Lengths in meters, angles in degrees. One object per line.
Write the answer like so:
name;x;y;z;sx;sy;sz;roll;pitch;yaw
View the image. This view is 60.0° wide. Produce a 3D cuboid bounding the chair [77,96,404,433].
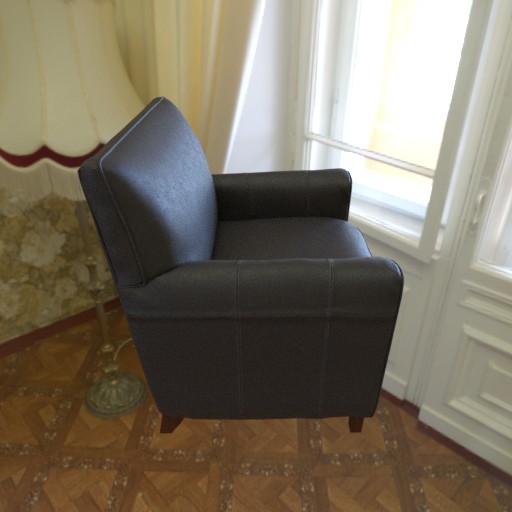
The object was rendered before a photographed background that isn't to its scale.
chair;0.000;0.000;1.568;0.825;0.943;0.870;0;30;0
